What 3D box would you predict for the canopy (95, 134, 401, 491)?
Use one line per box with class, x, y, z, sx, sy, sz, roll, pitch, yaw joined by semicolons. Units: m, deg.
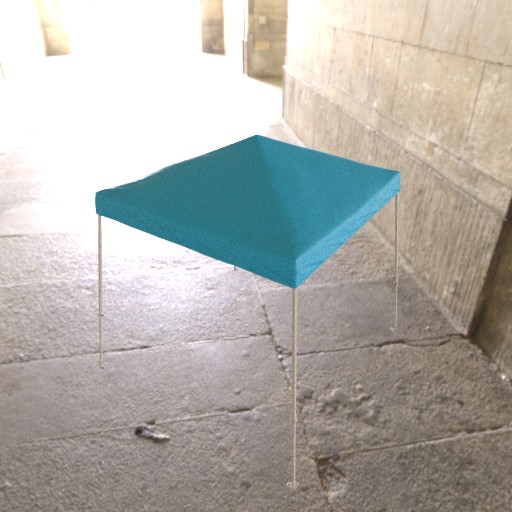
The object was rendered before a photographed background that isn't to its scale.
canopy;0.000;0.000;5.189;2.849;2.849;2.848;19;36;29
